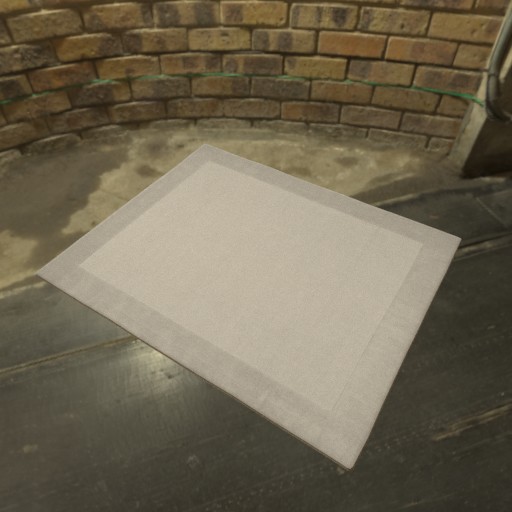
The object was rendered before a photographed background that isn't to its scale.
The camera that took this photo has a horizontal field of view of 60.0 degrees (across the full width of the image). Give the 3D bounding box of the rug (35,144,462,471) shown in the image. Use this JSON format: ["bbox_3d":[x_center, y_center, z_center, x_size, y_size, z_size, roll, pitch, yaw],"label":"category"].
[{"bbox_3d":[0.000,0.000,3.947,2.976,0.018,2.430,25,51,22],"label":"rug"}]
